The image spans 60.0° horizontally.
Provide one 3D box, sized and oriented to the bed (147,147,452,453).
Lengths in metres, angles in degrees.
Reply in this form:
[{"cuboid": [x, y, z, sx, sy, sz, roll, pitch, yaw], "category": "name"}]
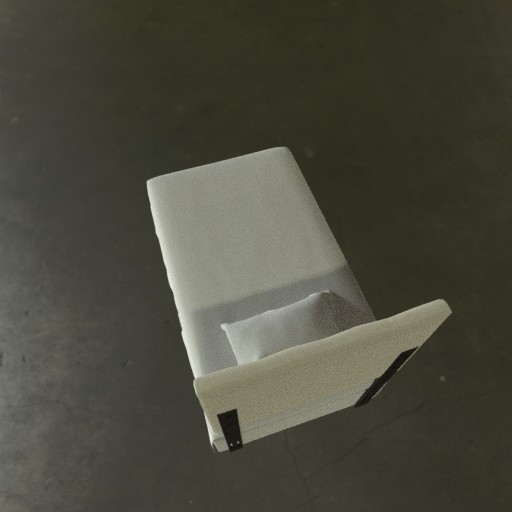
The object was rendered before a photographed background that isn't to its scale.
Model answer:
[{"cuboid": [0.000, 0.000, 2.947, 1.261, 1.571, 1.997, -16, 60, -9], "category": "bed"}]
